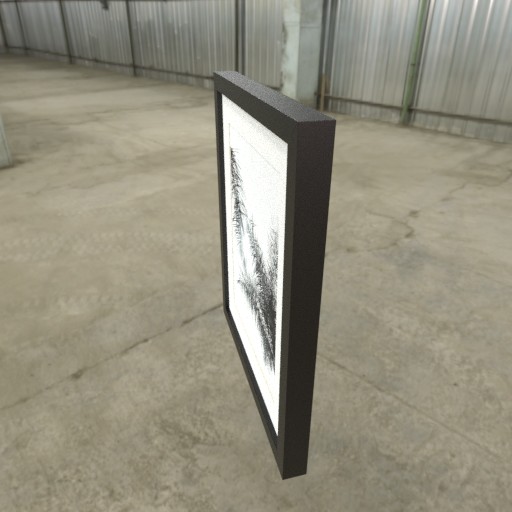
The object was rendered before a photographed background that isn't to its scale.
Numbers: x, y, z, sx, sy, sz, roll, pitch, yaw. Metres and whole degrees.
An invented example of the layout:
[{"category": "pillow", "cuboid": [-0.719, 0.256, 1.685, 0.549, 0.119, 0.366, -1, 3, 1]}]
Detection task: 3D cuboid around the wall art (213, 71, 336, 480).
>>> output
[{"category": "wall art", "cuboid": [0.000, 0.000, 0.532, 0.028, 0.380, 0.325, -7, 29, -13]}]
